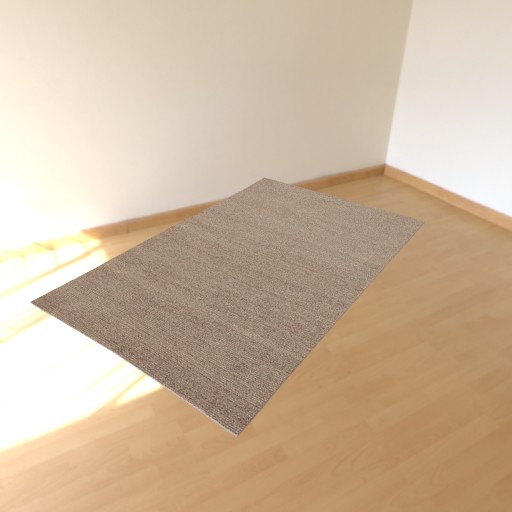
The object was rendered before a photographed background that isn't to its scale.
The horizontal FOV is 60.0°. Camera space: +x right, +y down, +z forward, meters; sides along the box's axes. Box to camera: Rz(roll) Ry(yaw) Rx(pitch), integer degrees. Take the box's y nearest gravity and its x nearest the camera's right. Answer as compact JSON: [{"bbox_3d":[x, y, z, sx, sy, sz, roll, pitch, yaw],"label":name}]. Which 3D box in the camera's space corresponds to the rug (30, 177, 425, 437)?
[{"bbox_3d":[0.000,0.000,2.267,1.154,0.021,1.792,21,38,30],"label":"rug"}]
